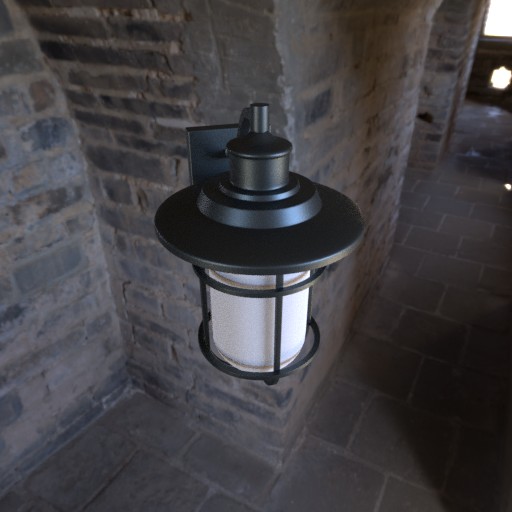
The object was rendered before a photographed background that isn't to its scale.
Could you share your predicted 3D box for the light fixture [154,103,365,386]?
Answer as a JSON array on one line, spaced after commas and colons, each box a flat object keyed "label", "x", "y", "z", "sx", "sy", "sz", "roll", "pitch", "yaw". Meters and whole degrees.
[{"label": "light fixture", "x": 0.000, "y": 0.000, "z": 0.517, "sx": 0.222, "sy": 0.345, "sz": 0.252, "roll": -9, "pitch": 31, "yaw": -15}]
